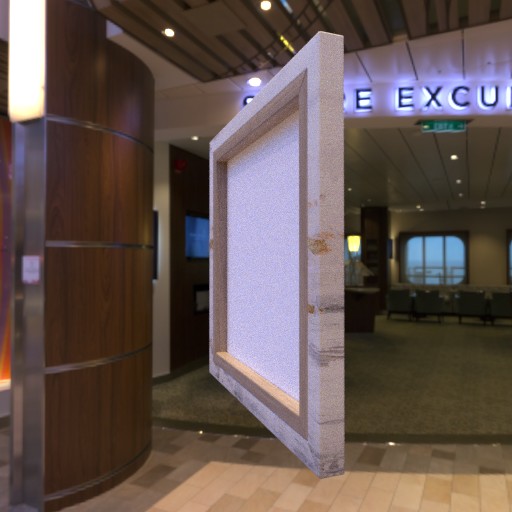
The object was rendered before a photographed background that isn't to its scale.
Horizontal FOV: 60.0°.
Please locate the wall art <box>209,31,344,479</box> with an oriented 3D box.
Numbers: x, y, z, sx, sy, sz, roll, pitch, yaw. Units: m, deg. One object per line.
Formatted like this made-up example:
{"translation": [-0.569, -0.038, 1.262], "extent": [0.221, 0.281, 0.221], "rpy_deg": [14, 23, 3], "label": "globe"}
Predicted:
{"translation": [0.000, 0.000, 0.898], "extent": [0.040, 0.613, 0.611], "rpy_deg": [0, -1, -20], "label": "wall art"}
